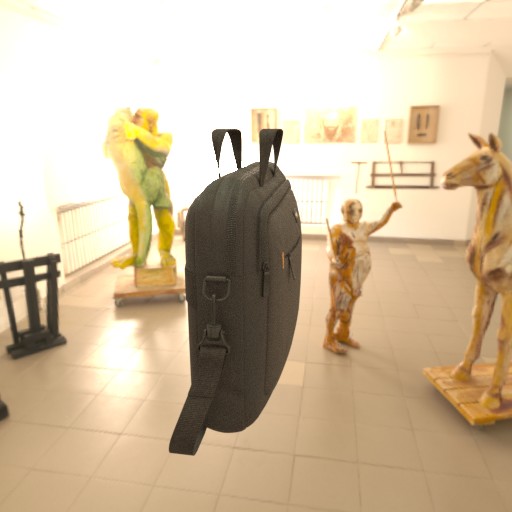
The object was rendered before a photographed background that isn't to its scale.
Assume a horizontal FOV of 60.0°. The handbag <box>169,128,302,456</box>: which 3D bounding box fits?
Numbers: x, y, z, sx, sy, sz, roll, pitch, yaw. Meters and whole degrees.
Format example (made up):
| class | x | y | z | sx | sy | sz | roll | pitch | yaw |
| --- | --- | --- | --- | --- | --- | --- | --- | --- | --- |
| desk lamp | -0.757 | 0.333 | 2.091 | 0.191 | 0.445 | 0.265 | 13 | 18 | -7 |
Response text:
| class | x | y | z | sx | sy | sz | roll | pitch | yaw |
| --- | --- | --- | --- | --- | --- | --- | --- | --- | --- |
| handbag | 0.000 | 0.000 | 0.442 | 0.089 | 0.244 | 0.320 | 3 | 16 | 9 |
